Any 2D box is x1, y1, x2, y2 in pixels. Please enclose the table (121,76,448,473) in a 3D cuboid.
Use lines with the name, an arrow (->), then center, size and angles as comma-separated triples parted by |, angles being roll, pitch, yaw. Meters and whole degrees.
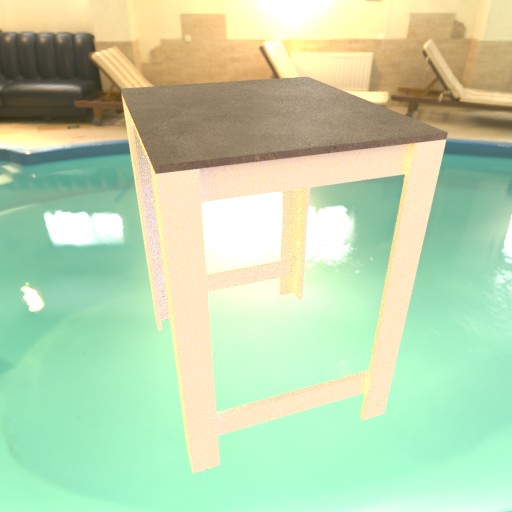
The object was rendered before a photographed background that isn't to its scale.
table -> 0.000, 0.000, 1.556 | 0.700, 1.020, 0.800 | -10, 33, -16
